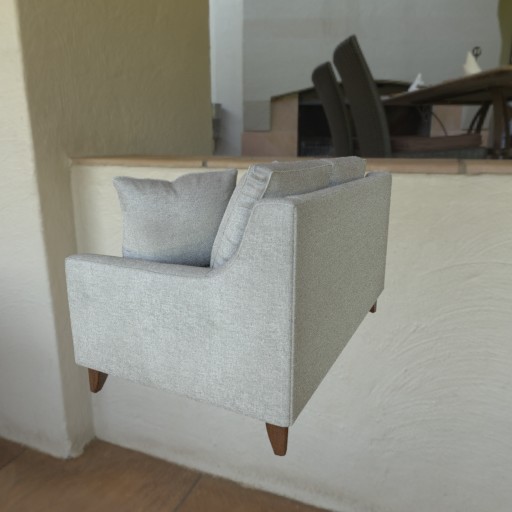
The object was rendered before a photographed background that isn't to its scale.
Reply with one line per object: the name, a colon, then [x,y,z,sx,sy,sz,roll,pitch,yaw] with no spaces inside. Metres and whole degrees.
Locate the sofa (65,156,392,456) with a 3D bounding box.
sofa: [0.000,0.000,1.996,0.915,0.863,1.422,7,16,25]
